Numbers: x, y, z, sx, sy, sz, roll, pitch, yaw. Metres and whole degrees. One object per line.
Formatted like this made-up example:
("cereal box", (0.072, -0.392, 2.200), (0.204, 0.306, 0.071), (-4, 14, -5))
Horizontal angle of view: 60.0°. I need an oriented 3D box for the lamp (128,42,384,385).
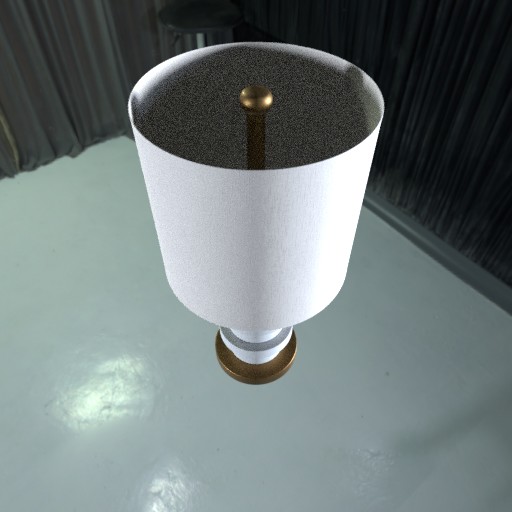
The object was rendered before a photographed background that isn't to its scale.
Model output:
("lamp", (0.000, 0.000, 0.517), (0.210, 0.410, 0.210), (-32, 55, -26))
